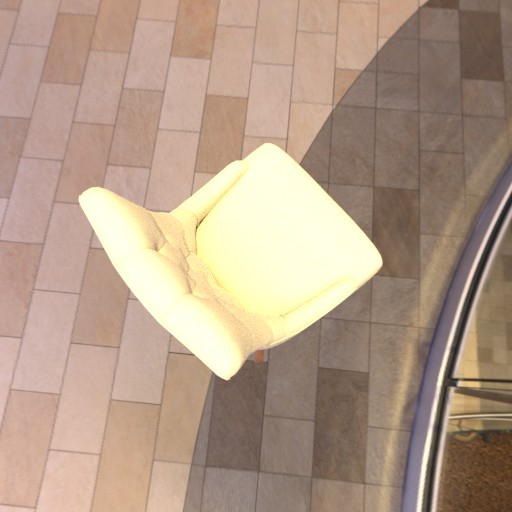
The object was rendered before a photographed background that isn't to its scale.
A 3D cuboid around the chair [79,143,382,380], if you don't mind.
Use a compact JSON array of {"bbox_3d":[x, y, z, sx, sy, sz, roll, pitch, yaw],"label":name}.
[{"bbox_3d":[0.000,0.000,1.238,0.565,0.874,0.509,-40,79,-10],"label":"chair"}]
